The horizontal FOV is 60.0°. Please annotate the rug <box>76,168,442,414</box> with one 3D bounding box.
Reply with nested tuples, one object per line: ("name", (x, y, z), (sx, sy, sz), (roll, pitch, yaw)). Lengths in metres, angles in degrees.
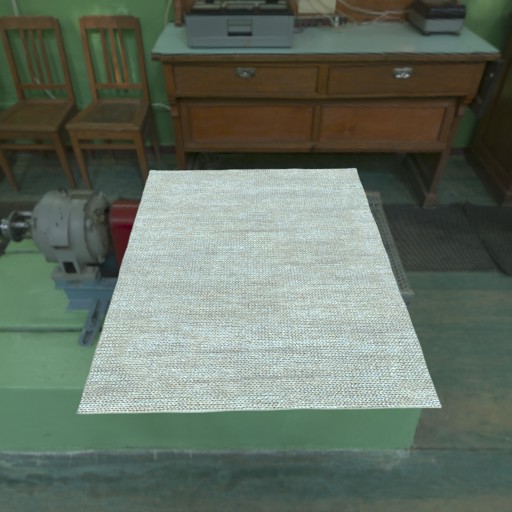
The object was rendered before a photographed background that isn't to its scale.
("rug", (0.000, 0.000, 4.058), (2.429, 0.030, 3.052), (-1, 42, -1))
